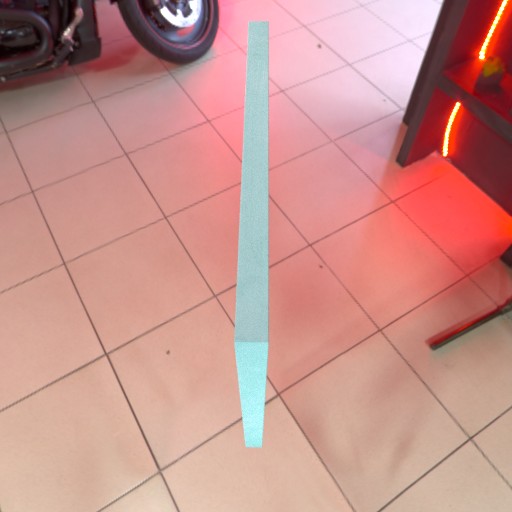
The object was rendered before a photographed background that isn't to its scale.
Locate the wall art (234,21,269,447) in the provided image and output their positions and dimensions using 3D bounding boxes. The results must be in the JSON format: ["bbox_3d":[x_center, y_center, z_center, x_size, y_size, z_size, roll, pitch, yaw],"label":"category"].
[{"bbox_3d":[0.000,0.000,0.876,0.036,0.603,0.603,1,57,0],"label":"wall art"}]
